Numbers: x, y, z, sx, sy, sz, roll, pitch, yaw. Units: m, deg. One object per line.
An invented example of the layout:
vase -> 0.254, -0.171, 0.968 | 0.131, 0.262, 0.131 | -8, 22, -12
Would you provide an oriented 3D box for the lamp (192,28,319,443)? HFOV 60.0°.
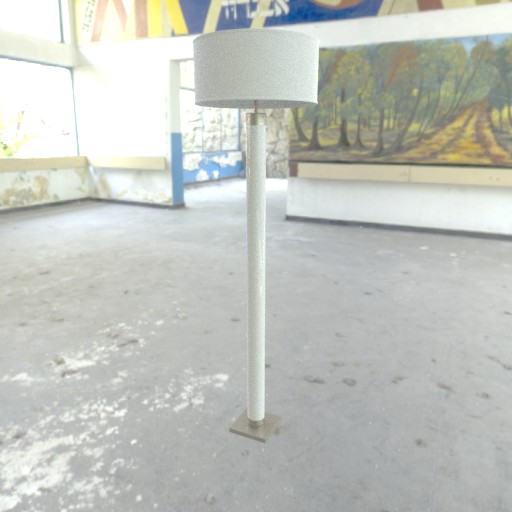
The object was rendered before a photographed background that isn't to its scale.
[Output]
lamp -> 0.000, 0.000, 1.657 | 0.420, 1.475, 0.420 | 7, 16, 25
